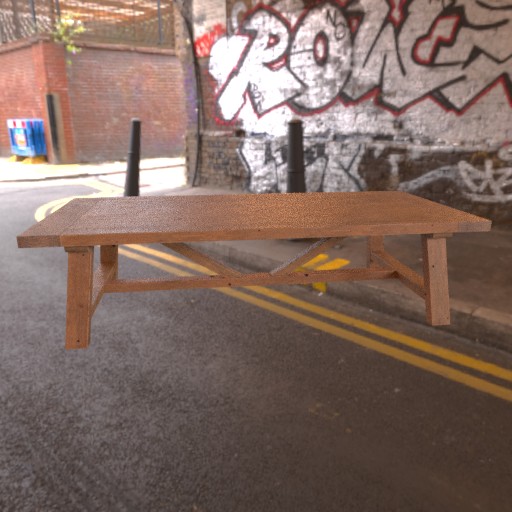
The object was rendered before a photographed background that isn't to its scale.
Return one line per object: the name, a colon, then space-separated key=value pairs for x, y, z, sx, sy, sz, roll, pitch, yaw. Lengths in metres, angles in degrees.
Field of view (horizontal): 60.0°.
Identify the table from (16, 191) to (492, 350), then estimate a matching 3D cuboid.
table: x=0.000 y=0.000 z=2.118 sx=1.800 sy=0.465 sz=0.820 roll=-2 pitch=17 yaw=-8
